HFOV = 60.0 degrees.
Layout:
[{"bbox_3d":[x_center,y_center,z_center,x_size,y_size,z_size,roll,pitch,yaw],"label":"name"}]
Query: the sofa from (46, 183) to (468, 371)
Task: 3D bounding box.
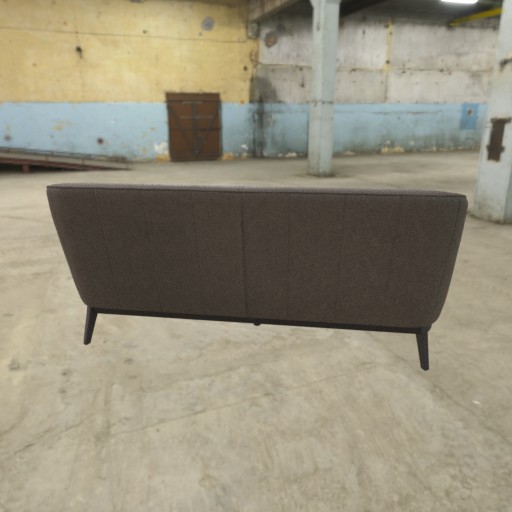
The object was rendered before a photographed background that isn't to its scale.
[{"bbox_3d":[0.000,0.000,2.305,1.928,0.831,0.869,2,17,8],"label":"sofa"}]
